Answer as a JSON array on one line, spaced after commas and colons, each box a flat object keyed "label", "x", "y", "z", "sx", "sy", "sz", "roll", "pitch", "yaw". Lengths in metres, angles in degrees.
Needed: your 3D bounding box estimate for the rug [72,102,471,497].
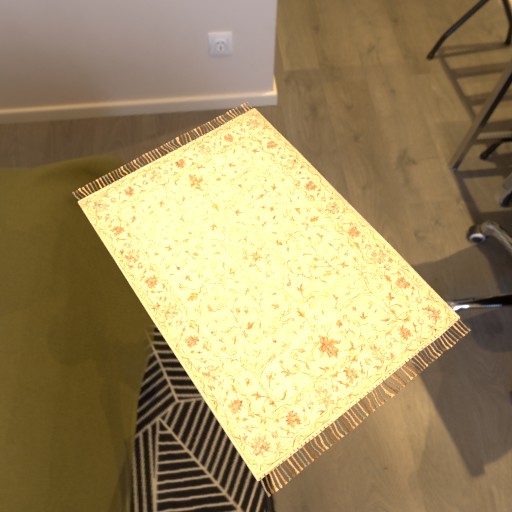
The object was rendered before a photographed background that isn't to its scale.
[{"label": "rug", "x": 0.000, "y": 0.000, "z": 2.302, "sx": 1.218, "sy": 0.017, "sz": 1.861, "roll": -33, "pitch": 67, "yaw": -16}]
